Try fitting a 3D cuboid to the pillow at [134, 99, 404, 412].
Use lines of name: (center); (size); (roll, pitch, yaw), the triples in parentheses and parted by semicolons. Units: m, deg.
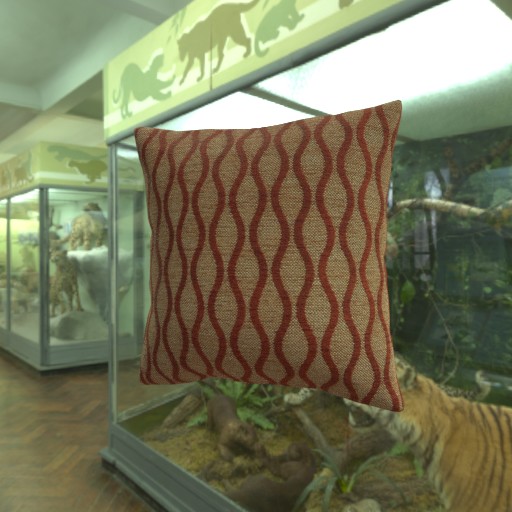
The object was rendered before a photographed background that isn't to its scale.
pillow: (0.000, 0.000, 0.673); (0.429, 0.434, 0.159); (0, 1, 17)
